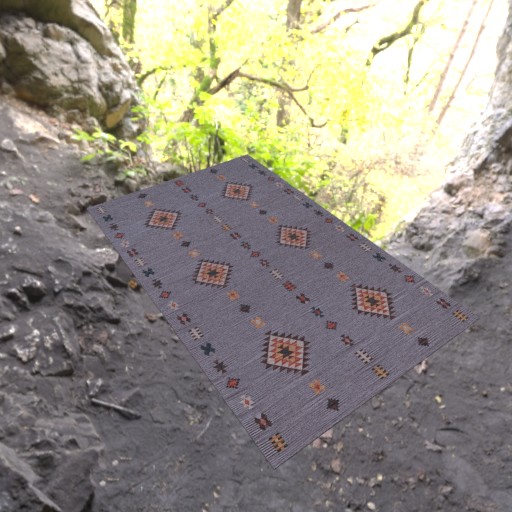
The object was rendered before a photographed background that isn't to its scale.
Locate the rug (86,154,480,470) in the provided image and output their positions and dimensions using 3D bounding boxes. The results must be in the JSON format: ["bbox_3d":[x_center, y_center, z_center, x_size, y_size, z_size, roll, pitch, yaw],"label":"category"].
[{"bbox_3d":[0.000,0.000,3.022,1.515,0.007,2.427,-25,47,-26],"label":"rug"}]
